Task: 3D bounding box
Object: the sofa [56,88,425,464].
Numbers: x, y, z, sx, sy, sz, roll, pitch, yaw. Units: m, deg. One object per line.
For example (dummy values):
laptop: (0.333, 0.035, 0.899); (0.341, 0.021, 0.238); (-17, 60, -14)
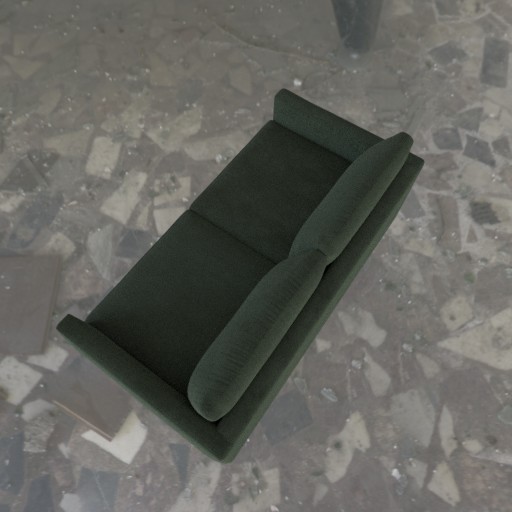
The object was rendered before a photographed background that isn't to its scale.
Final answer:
sofa: (0.000, 0.000, 2.161); (0.875, 0.817, 1.676); (32, 68, 15)
